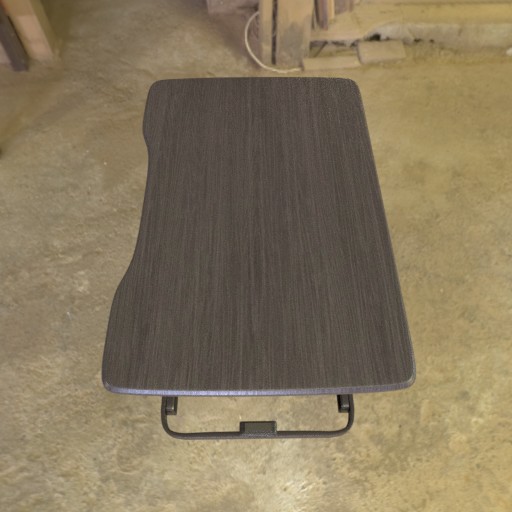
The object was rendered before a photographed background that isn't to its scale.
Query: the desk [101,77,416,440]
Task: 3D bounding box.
[{"bbox_3d":[0.000,0.000,1.146,0.546,0.470,0.820,-1,59,0],"label":"desk"}]
